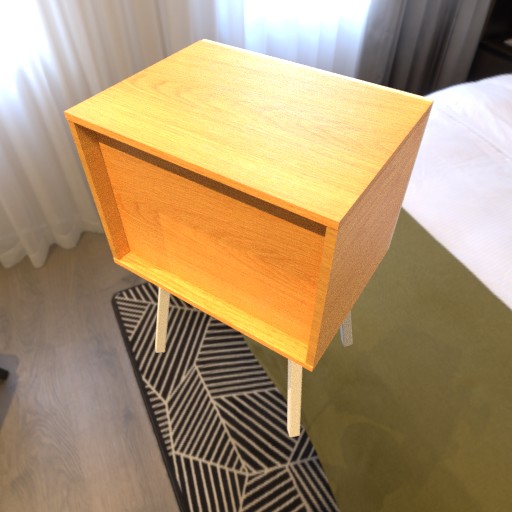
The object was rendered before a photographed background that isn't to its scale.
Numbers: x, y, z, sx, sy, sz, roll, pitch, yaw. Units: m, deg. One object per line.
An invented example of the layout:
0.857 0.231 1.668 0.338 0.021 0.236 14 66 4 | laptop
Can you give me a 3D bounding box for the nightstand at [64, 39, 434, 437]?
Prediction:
0.000 0.000 0.819 0.400 0.601 0.316 25 51 22 | nightstand
